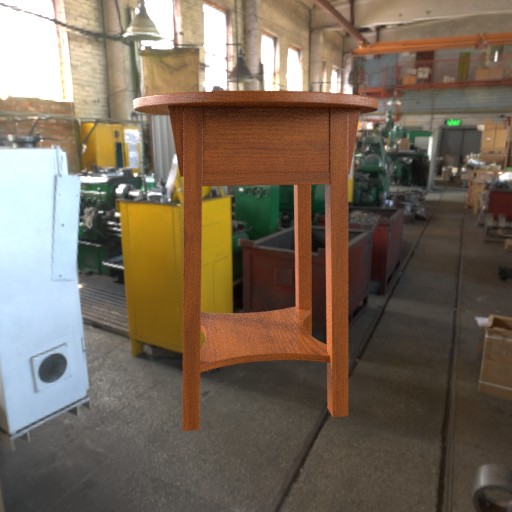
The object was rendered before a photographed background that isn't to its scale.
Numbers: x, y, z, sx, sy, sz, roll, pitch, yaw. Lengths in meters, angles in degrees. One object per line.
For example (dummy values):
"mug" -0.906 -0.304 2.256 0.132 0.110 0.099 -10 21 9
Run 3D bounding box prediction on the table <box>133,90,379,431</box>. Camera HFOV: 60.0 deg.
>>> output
"table" 0.000 0.000 0.932 0.457 0.610 0.457 0 15 0
